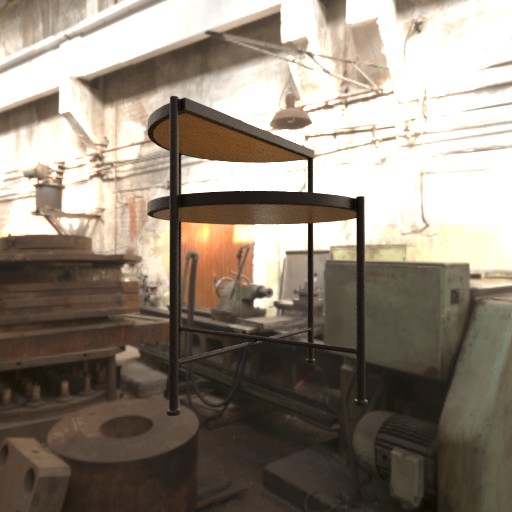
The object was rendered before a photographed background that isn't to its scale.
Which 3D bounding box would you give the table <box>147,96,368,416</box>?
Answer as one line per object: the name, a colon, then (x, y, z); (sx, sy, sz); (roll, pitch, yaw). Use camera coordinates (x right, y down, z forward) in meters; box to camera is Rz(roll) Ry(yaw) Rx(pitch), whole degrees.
table: (0.000, 0.000, 1.199); (0.628, 0.684, 0.629); (0, -1, 36)
